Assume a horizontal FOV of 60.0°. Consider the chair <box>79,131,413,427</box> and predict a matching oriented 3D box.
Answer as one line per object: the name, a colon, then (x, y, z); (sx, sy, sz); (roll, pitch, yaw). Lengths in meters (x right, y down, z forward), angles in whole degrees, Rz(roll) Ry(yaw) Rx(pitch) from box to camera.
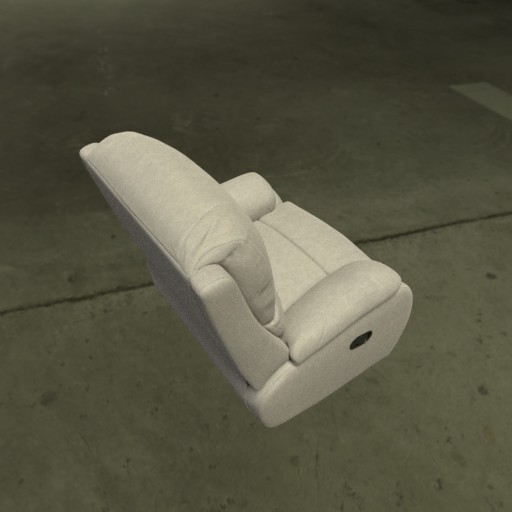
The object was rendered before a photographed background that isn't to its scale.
chair: (0.000, 0.000, 1.707); (0.899, 1.011, 0.930); (-24, 46, -26)
